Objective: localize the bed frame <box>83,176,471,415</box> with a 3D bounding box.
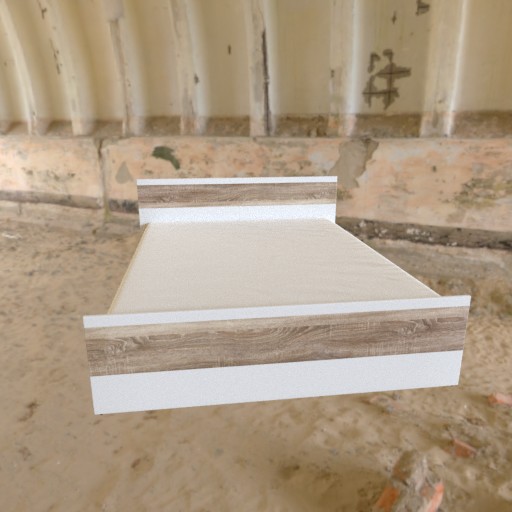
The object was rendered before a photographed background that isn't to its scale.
[{"bbox_3d":[0.000,0.000,2.932,1.720,0.800,2.060,-2,17,-7],"label":"bed frame"}]
